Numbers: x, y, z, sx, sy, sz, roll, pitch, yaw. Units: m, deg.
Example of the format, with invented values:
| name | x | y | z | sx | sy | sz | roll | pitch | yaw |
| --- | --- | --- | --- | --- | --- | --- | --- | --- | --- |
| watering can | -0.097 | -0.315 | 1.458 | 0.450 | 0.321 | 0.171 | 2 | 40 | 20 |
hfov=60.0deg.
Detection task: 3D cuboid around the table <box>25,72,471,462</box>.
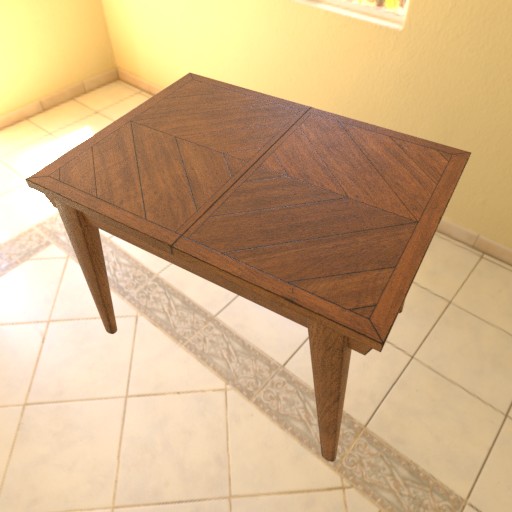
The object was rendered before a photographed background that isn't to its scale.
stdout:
| name | x | y | z | sx | sy | sz | roll | pitch | yaw |
| --- | --- | --- | --- | --- | --- | --- | --- | --- | --- |
| table | 0.000 | 0.000 | 1.540 | 1.027 | 0.760 | 0.757 | 23 | 51 | 20 |
